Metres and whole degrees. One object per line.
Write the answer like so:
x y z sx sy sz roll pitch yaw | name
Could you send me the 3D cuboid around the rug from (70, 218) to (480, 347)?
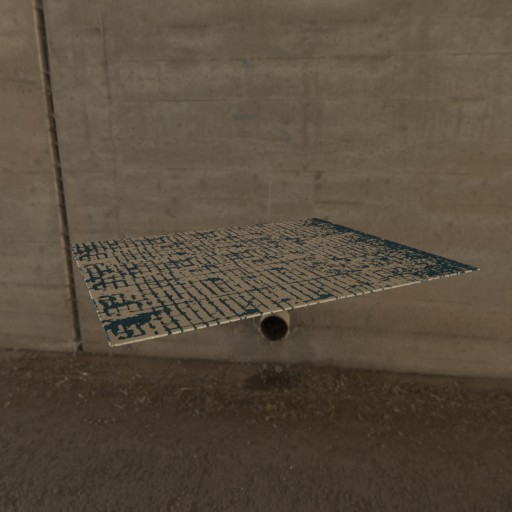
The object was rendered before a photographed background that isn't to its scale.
0.000 0.000 4.115 3.017 0.014 2.416 -8 18 -26 | rug
